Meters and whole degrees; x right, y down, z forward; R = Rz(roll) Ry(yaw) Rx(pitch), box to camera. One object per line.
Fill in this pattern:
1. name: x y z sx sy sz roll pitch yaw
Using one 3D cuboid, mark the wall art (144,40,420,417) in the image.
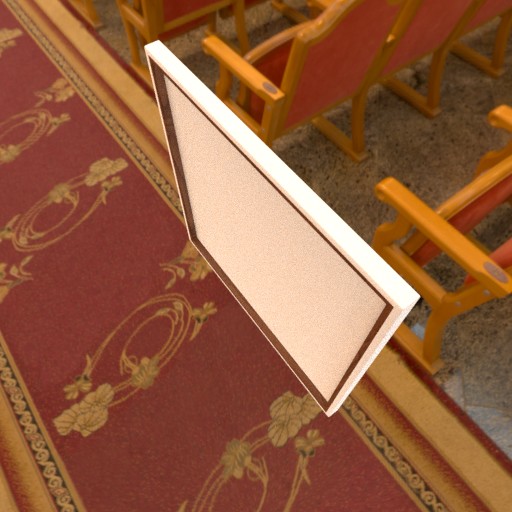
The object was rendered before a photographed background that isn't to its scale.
1. wall art: 0.000 0.000 1.116 0.037 0.757 0.757 -32 64 -18
